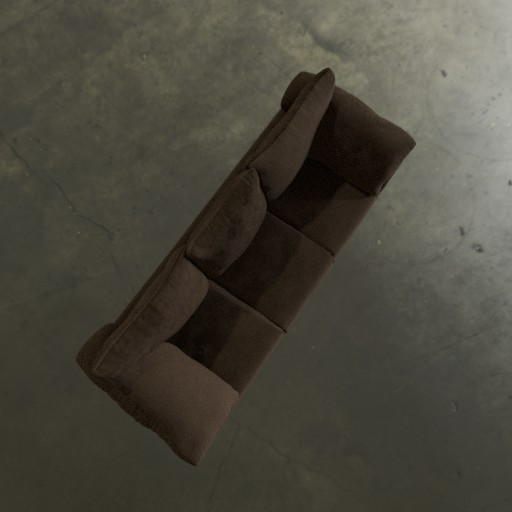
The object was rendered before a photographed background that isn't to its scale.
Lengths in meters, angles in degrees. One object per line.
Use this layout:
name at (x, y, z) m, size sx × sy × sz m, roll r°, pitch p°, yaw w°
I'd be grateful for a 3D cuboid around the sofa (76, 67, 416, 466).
sofa at (0.000, 0.000, 2.828) m, size 0.878 × 1.015 × 2.336 m, roll 35°, pitch 78°, yaw 8°
